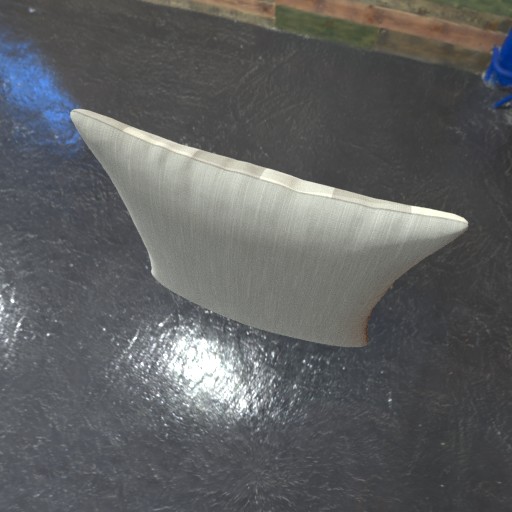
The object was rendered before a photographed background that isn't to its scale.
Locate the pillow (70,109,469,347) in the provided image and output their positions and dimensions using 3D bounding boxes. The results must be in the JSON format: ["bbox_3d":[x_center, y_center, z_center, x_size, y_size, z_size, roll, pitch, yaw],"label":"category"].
[{"bbox_3d":[0.000,0.000,0.763,0.511,0.509,0.161,18,65,8],"label":"pillow"}]
